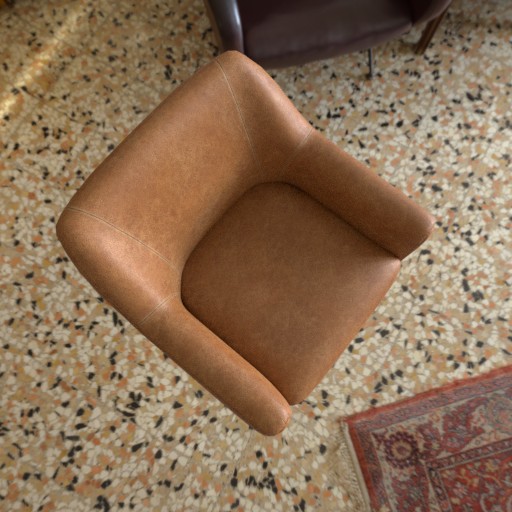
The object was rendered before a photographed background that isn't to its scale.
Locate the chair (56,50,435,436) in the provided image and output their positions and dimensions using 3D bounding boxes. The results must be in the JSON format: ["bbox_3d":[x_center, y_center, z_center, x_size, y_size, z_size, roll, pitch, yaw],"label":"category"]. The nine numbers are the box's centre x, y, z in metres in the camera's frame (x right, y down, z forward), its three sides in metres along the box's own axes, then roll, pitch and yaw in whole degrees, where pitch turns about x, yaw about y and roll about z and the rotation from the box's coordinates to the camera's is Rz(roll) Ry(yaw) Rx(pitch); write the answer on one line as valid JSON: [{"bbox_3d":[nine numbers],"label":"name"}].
[{"bbox_3d":[0.000,0.000,1.829,1.034,0.980,1.037,38,78,10],"label":"chair"}]
